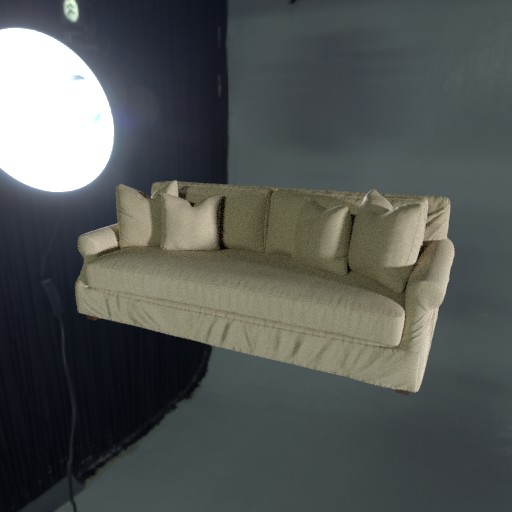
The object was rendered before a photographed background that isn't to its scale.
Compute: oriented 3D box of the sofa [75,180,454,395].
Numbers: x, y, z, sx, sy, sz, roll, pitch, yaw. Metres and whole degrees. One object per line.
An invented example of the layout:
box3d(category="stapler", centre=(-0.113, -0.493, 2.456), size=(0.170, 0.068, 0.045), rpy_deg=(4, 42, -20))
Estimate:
box3d(category="sofa", centre=(0.000, 0.000, 2.838), size=(2.285, 0.904, 1.067), rpy_deg=(7, 17, 25))
